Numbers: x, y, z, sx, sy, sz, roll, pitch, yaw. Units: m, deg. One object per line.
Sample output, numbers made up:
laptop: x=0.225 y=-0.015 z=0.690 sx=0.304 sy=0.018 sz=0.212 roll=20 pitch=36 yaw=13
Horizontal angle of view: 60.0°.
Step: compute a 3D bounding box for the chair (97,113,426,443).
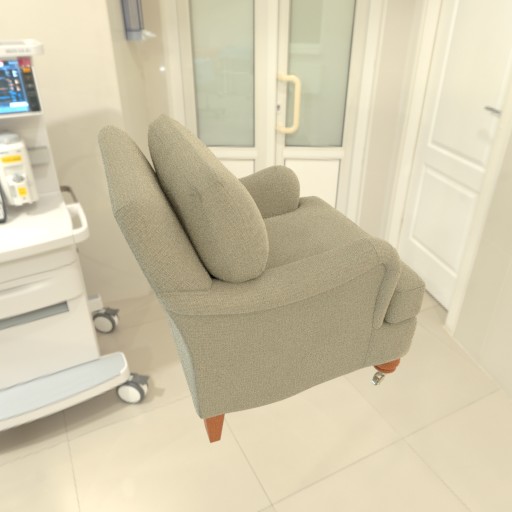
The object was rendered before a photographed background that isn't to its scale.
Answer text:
chair: x=0.000 y=0.000 z=1.838 sx=1.070 sy=1.038 sz=0.955 roll=-10 pitch=31 yaw=-17
